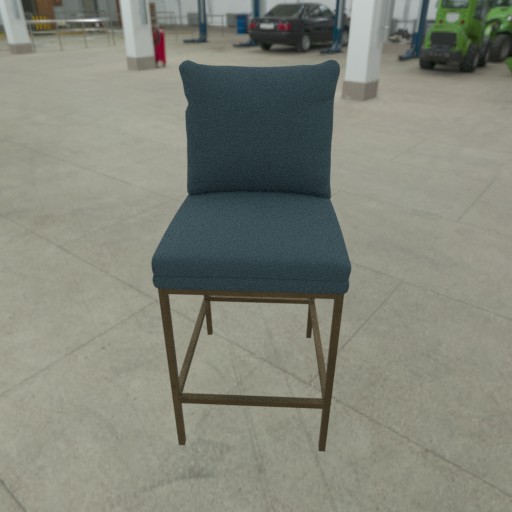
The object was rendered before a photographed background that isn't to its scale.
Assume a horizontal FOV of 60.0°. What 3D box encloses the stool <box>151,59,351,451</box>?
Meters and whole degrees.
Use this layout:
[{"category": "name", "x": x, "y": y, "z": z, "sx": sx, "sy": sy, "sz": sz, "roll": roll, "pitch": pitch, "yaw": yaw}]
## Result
[{"category": "stool", "x": 0.000, "y": 0.000, "z": 1.313, "sx": 0.463, "sy": 1.032, "sz": 0.568, "roll": 1, "pitch": 30, "yaw": 3}]
